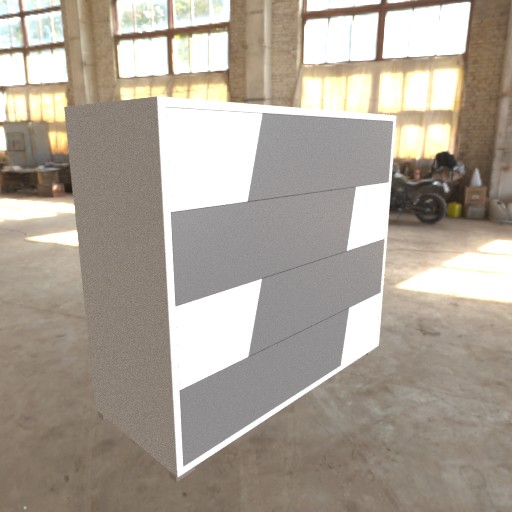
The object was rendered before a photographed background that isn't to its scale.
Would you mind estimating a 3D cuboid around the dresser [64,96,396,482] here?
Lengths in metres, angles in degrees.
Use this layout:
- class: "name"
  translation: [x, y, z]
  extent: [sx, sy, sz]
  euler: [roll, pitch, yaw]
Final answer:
- class: "dresser"
  translation: [0.000, 0.000, 1.615]
  extent: [0.460, 1.000, 1.100]
  euler: [14, 20, 42]
